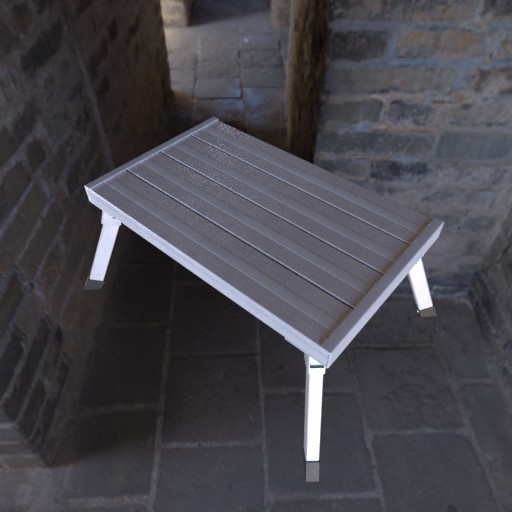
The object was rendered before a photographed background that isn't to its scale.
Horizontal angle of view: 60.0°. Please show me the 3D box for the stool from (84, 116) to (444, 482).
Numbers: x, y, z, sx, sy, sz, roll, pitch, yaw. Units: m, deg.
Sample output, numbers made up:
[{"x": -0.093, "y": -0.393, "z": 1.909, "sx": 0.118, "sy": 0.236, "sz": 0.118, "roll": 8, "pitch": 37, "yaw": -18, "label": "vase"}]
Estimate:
[{"x": 0.000, "y": 0.000, "z": 0.730, "sx": 0.535, "sy": 0.225, "sz": 0.385, "roll": 32, "pitch": 54, "yaw": 27, "label": "stool"}]
